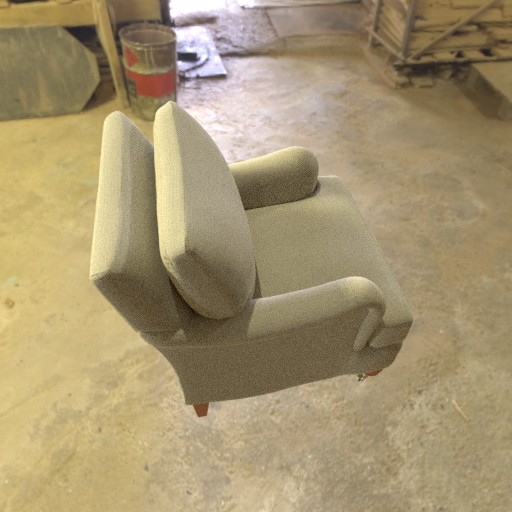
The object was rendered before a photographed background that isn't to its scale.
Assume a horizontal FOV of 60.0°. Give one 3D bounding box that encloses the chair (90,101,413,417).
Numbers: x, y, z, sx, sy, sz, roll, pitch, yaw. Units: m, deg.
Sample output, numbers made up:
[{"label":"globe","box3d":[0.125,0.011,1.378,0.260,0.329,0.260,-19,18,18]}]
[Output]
[{"label":"chair","box3d":[0.000,0.000,1.862,1.070,1.038,0.955,-8,47,-7]}]
